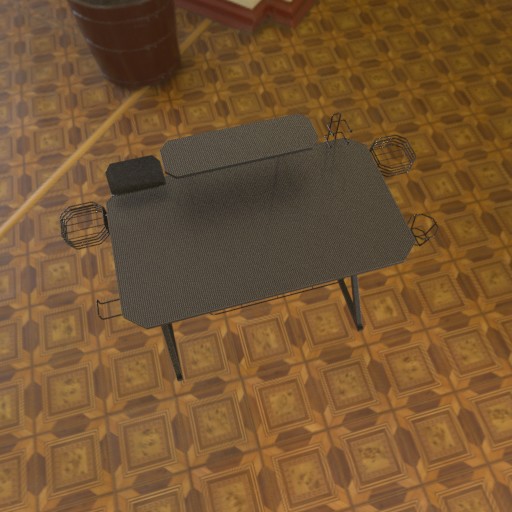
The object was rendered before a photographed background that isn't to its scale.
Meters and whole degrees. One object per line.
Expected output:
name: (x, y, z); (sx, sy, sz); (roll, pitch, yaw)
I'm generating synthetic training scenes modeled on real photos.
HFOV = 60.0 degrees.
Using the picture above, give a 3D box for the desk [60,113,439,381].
desk: (0.000, 0.000, 1.760); (1.290, 0.880, 0.580); (-14, 63, -7)
